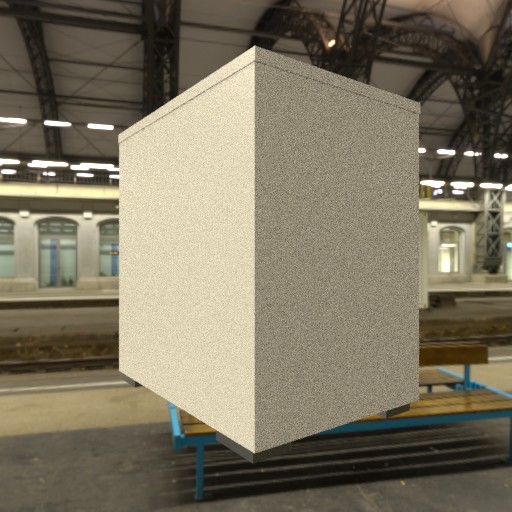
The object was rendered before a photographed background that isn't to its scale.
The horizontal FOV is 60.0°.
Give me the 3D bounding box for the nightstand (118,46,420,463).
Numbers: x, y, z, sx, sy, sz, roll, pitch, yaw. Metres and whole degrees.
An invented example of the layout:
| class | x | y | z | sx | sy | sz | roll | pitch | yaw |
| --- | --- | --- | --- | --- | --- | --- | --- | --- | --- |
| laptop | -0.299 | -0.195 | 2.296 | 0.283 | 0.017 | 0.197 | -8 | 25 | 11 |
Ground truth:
| class | x | y | z | sx | sy | sz | roll | pitch | yaw |
| --- | --- | --- | --- | --- | --- | --- | --- | --- | --- |
| nightstand | 0.000 | 0.000 | 0.760 | 0.325 | 0.460 | 0.441 | 0 | 0 | -36 |
